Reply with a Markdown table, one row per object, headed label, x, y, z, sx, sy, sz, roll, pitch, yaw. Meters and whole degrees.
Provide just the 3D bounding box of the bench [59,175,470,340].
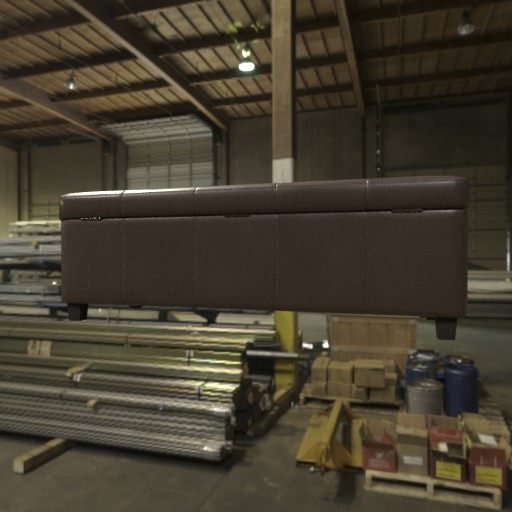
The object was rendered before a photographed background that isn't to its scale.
| label | x | y | z | sx | sy | sz | roll | pitch | yaw |
| --- | --- | --- | --- | --- | --- | --- | --- | --- | --- |
| bench | 0.000 | 0.000 | 1.447 | 1.219 | 0.417 | 0.450 | 0 | 0 | 17 |
